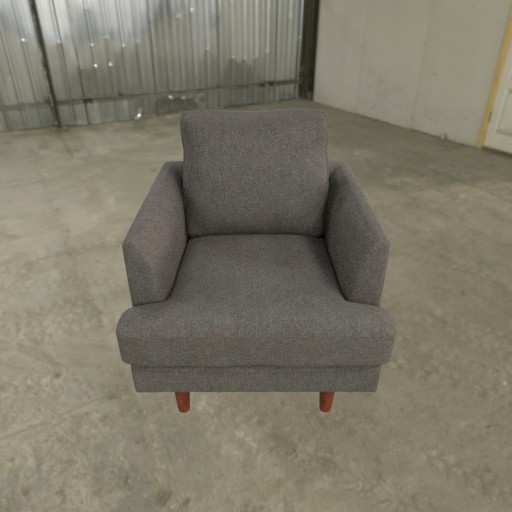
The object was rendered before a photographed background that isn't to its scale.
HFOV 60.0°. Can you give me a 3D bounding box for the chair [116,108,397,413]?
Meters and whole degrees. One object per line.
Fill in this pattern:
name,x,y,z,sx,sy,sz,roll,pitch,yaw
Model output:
chair,0.000,0.000,1.688,0.858,0.957,0.899,0,31,0
